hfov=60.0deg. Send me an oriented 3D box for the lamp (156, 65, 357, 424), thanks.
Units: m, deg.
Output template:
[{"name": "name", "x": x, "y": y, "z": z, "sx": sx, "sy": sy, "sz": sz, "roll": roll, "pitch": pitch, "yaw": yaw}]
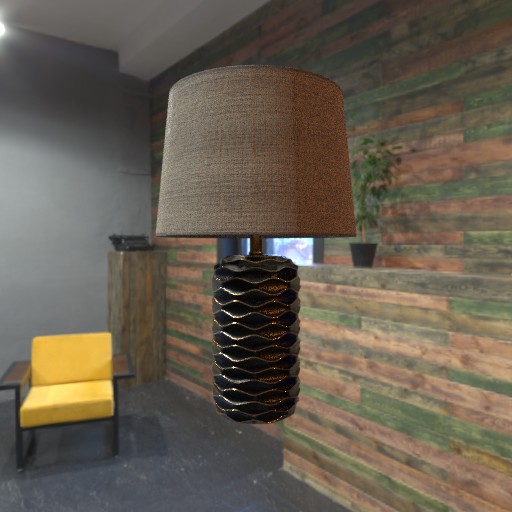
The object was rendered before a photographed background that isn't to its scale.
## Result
[{"name": "lamp", "x": 0.000, "y": 0.000, "z": 0.850, "sx": 0.376, "sy": 0.594, "sz": 0.376, "roll": 0, "pitch": 1, "yaw": 0}]
